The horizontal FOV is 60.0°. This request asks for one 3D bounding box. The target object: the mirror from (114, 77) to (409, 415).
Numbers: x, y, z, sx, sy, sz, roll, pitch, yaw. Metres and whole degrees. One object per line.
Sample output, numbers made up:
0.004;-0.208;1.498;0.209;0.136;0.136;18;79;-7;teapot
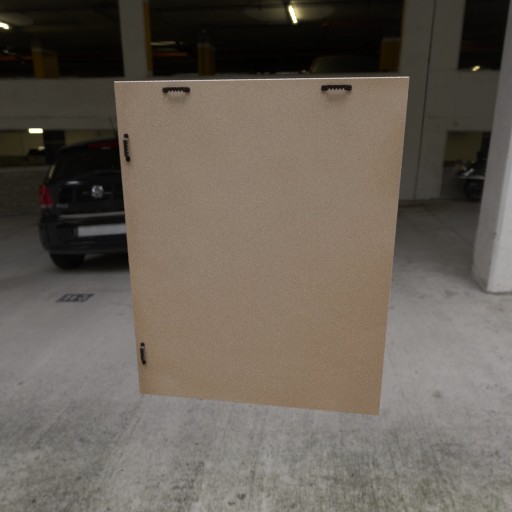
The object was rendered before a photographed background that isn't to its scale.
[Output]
0.000;0.000;0.686;0.405;0.508;0.041;2;16;8;mirror
